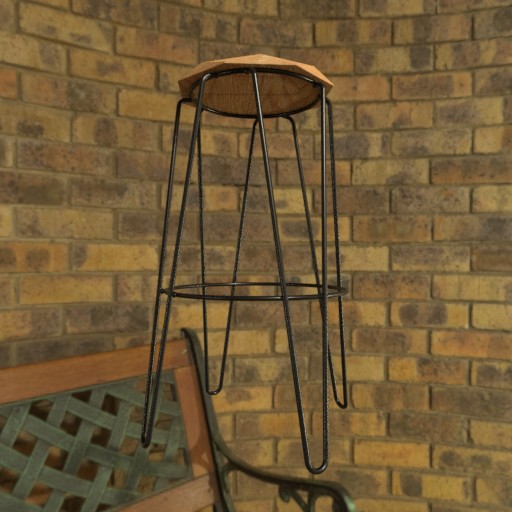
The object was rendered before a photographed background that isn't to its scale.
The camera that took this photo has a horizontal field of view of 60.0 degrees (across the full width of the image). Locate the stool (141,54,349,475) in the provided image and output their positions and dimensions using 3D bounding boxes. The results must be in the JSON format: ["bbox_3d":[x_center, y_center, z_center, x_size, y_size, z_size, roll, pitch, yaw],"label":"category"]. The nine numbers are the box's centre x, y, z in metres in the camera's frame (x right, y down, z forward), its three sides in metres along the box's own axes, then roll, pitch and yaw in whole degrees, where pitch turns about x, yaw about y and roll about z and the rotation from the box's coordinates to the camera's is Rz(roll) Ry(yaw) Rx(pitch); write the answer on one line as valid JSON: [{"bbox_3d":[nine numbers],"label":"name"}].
[{"bbox_3d":[0.000,0.000,0.794,0.326,0.610,0.326,0,0,18],"label":"stool"}]
